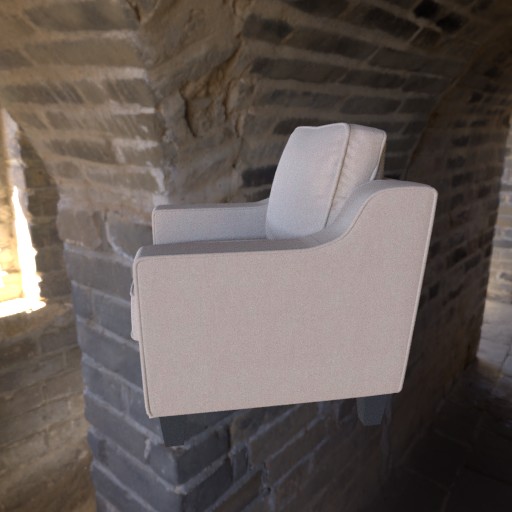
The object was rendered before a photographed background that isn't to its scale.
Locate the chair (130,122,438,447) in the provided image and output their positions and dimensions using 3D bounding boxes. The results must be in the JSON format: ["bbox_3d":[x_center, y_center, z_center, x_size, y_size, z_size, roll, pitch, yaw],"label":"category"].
[{"bbox_3d":[0.000,0.000,1.668,0.882,0.948,0.922,-2,15,-9],"label":"chair"}]
